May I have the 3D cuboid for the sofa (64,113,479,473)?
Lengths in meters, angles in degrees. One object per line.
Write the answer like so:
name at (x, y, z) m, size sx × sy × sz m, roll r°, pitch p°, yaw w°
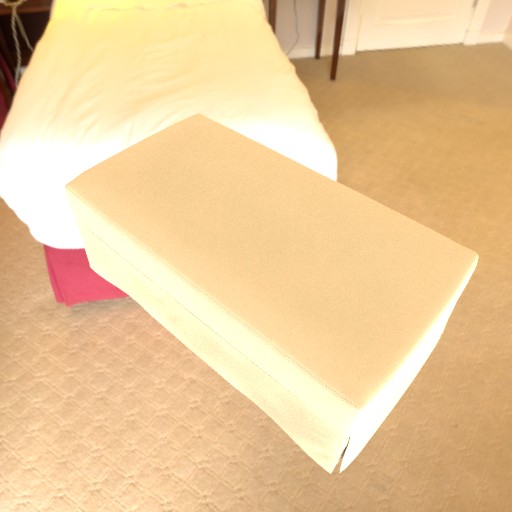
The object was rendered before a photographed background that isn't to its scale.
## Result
sofa at (0.000, 0.000, 2.072) m, size 1.677 × 0.552 × 0.939 m, roll 33°, pitch 56°, yaw 27°
